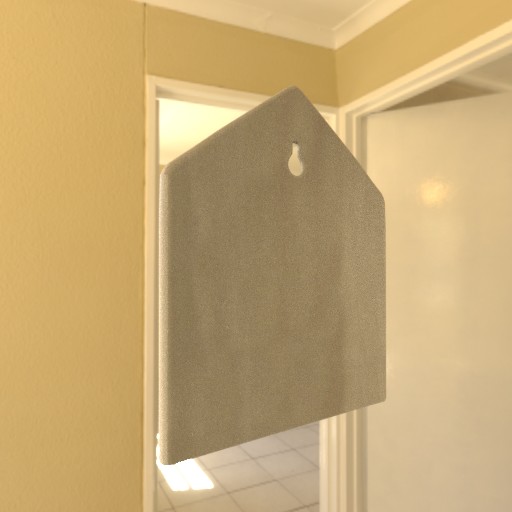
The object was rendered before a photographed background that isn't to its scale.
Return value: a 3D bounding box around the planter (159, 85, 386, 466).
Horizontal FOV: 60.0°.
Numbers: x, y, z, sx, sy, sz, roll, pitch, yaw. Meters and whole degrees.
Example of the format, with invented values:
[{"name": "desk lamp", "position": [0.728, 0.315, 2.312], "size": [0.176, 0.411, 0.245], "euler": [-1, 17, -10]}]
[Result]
[{"name": "planter", "position": [0.000, 0.000, 0.281], "size": [0.163, 0.194, 0.080], "euler": [0, -1, -37]}]
